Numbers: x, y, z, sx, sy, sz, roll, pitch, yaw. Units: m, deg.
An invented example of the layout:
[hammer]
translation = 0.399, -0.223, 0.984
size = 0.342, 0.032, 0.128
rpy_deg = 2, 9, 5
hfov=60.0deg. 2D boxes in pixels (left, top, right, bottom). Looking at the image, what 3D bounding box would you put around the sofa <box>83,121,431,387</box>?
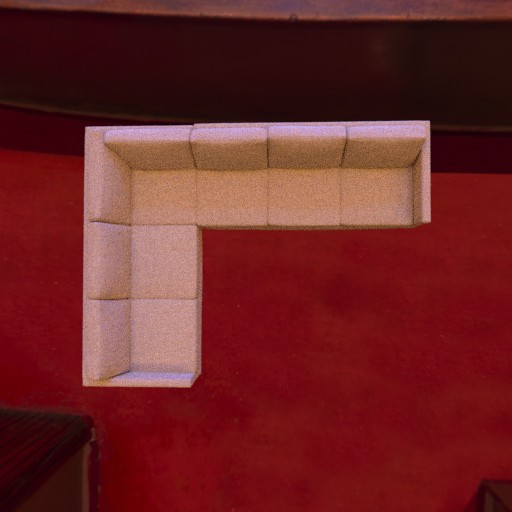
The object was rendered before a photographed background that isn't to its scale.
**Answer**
[sofa]
translation = 0.000, 0.000, 4.276
size = 3.182, 0.863, 2.432
rpy_deg = 0, 89, 2
